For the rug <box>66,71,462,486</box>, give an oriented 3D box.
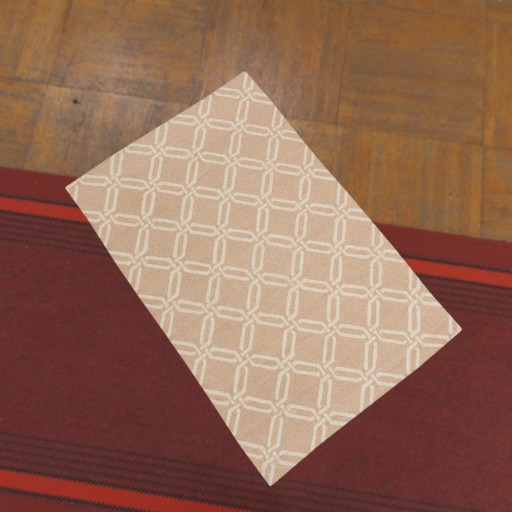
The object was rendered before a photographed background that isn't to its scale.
[{"bbox_3d":[0.000,0.000,2.169,1.146,0.010,1.745,-36,79,-8],"label":"rug"}]
